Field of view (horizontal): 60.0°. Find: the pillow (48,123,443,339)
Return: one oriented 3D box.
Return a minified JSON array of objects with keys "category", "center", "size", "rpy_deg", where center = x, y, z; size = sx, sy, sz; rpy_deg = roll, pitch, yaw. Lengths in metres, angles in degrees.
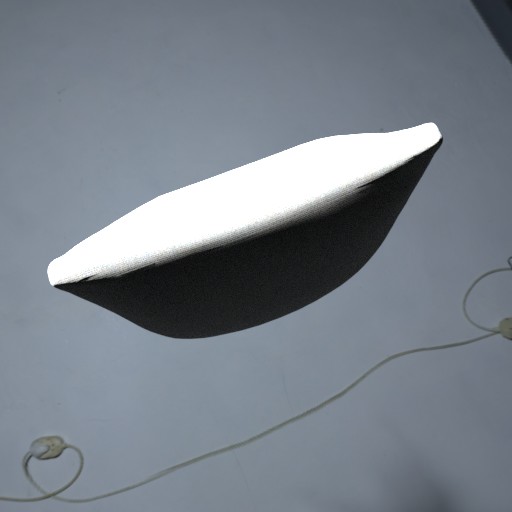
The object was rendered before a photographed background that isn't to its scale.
[{"category":"pillow","center":[0.000,0.000,0.754],"size":[0.496,0.491,0.219],"rpy_deg":[-21,78,-5]}]
